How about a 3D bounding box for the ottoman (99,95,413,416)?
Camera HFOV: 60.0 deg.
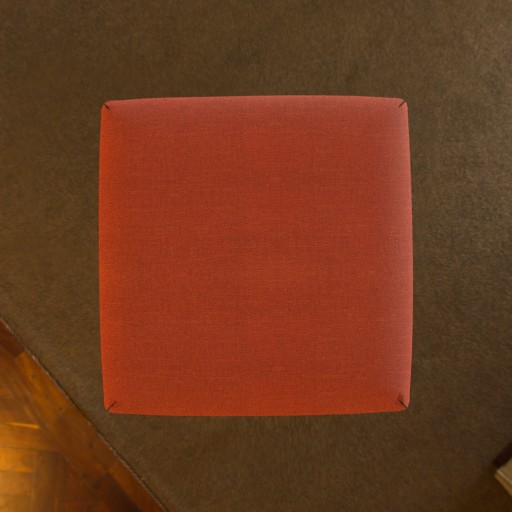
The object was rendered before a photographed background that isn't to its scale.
[{"bbox_3d":[0.000,0.000,0.886,0.497,0.475,0.507,0,90,0],"label":"ottoman"}]
